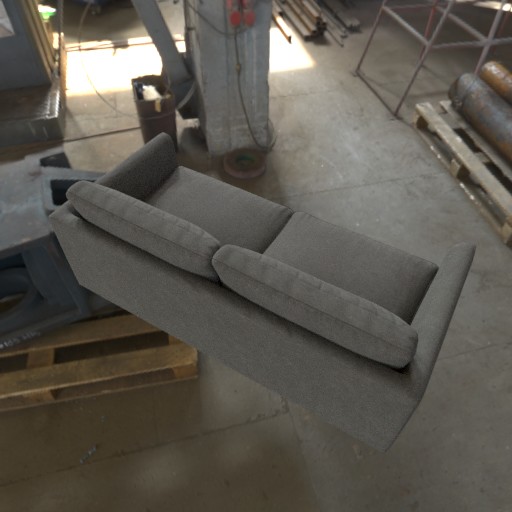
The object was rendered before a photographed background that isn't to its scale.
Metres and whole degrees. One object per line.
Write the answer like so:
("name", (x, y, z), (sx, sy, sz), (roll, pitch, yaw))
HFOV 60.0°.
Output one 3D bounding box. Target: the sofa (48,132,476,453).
("sofa", (0.000, 0.000, 2.703), (2.257, 0.838, 1.092), (24, 52, 20))
